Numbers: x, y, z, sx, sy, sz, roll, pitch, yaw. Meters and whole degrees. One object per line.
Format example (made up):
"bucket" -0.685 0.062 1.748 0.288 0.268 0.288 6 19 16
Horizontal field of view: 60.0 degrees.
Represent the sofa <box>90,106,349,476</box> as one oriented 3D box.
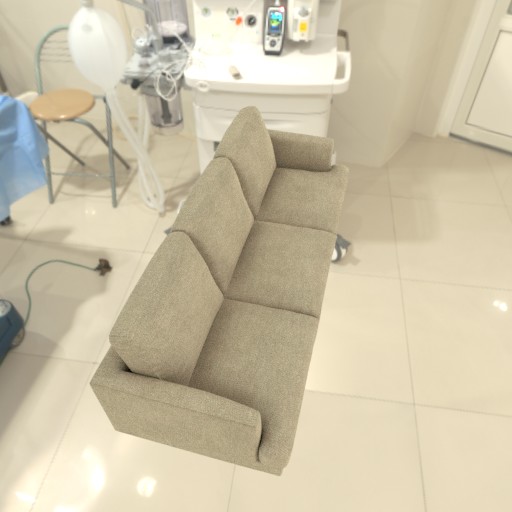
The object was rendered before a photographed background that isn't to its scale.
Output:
"sofa" 0.000 0.000 2.707 0.903 0.930 2.246 11 47 10
